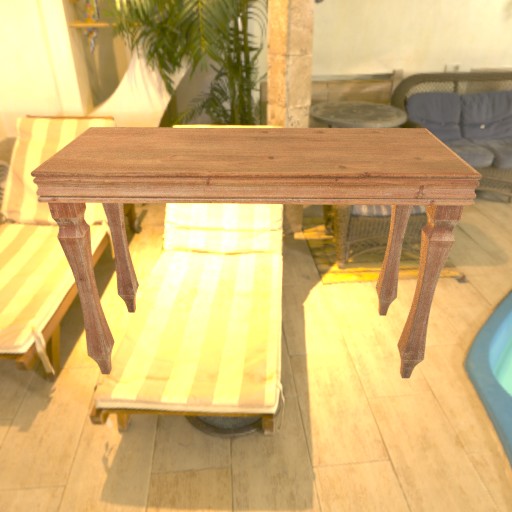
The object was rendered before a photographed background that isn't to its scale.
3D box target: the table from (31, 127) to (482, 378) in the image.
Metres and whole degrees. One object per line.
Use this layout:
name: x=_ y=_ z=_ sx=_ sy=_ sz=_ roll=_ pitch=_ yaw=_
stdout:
table: x=0.000 y=0.000 z=1.749 sx=1.330 sy=0.873 sz=0.522 roll=1 pitch=31 yaw=1
